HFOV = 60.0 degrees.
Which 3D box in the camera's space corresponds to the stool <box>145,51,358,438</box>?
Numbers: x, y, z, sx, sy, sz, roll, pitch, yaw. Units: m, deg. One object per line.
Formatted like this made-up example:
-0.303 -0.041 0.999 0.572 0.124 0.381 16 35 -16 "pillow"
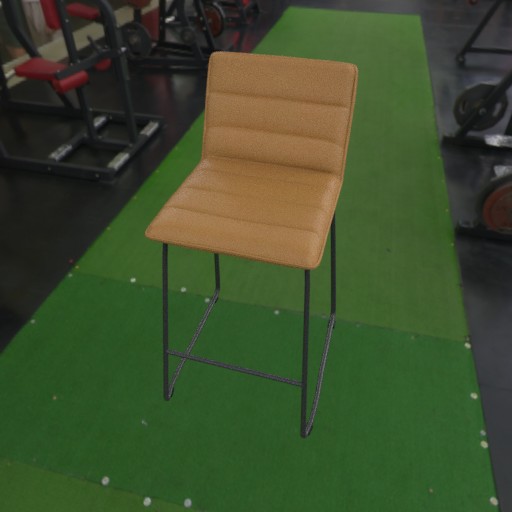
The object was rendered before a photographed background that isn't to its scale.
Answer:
0.000 0.000 1.248 0.489 0.936 0.524 11 42 12 "stool"
